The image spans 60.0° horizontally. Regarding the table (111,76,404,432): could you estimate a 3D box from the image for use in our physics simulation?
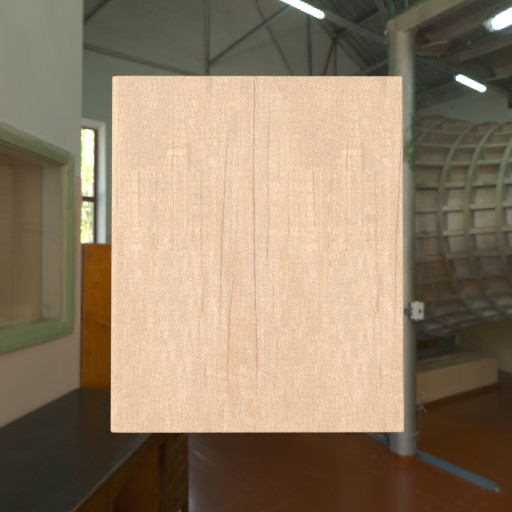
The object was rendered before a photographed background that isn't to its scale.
[{"bbox_3d":[0.000,0.000,0.917,0.420,0.510,0.570,0,-1,0],"label":"table"}]
